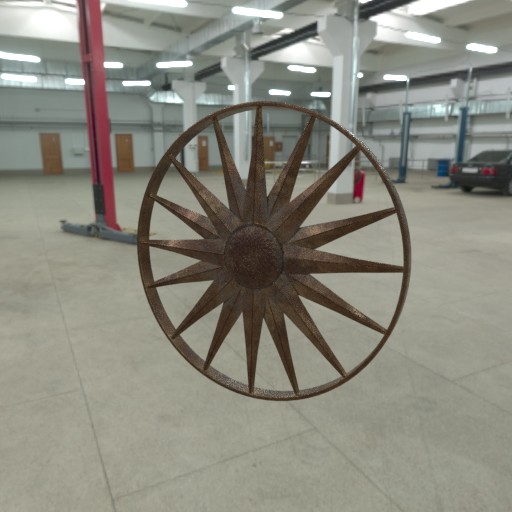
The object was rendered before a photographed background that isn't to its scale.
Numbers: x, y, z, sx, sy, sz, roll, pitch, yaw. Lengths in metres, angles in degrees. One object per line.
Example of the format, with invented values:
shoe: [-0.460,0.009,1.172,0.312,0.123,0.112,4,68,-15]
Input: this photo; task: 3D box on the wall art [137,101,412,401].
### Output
wall art: [0.000,0.000,0.877,0.582,0.583,0.084,7,16,26]
